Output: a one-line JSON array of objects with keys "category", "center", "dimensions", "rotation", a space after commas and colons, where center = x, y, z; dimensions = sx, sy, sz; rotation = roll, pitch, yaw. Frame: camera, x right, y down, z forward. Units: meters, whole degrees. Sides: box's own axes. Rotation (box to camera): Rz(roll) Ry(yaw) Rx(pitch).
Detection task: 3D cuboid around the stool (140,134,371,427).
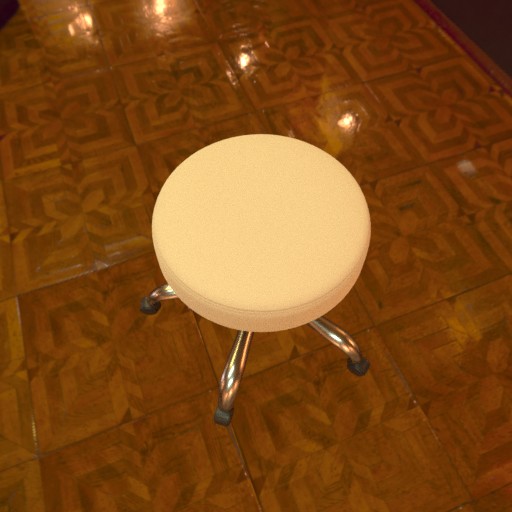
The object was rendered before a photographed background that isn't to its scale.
[{"category": "stool", "center": [0.000, 0.000, 1.054], "dimensions": [0.634, 0.482, 0.614], "rotation": [-17, 61, -10]}]
